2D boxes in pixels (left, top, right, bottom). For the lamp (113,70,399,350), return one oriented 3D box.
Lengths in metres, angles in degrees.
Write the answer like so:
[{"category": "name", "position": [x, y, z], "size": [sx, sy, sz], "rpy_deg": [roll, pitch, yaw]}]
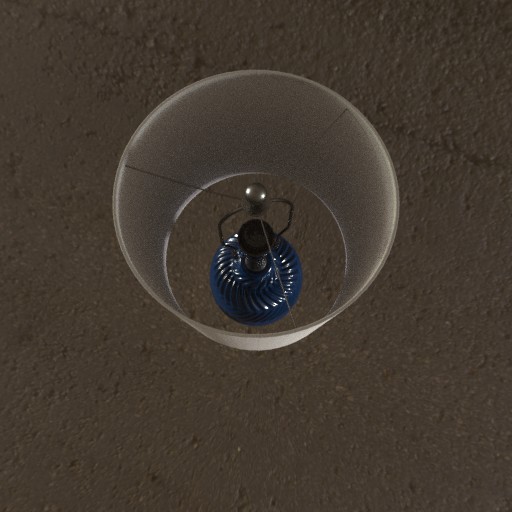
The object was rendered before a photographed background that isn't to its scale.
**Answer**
[{"category": "lamp", "position": [0.000, 0.000, 0.487], "size": [0.203, 0.368, 0.203], "rpy_deg": [-15, 76, -4]}]
